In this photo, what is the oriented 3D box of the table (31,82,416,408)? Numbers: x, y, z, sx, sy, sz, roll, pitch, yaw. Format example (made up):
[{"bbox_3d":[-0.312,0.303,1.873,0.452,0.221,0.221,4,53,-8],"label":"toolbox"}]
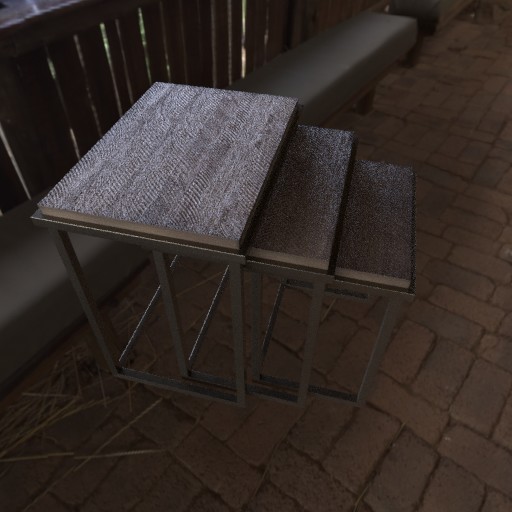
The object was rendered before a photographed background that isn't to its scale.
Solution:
[{"bbox_3d":[0.000,0.000,1.139,0.706,0.610,0.559,10,46,10],"label":"table"}]
